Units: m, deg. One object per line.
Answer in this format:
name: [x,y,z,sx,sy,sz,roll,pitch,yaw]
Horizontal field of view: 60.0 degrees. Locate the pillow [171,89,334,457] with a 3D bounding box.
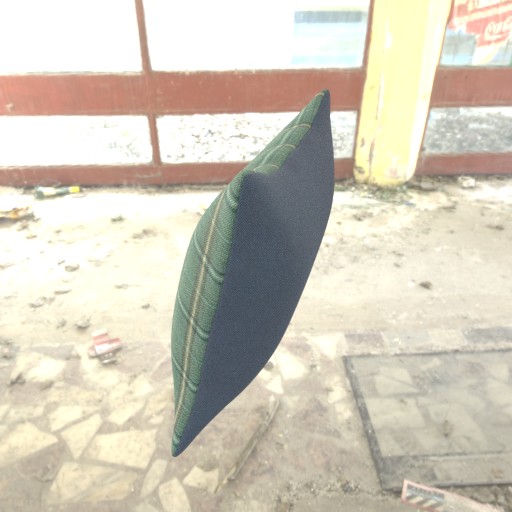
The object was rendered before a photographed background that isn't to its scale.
pillow: [0.000,0.000,0.687,0.200,0.430,0.453,9,31,15]
